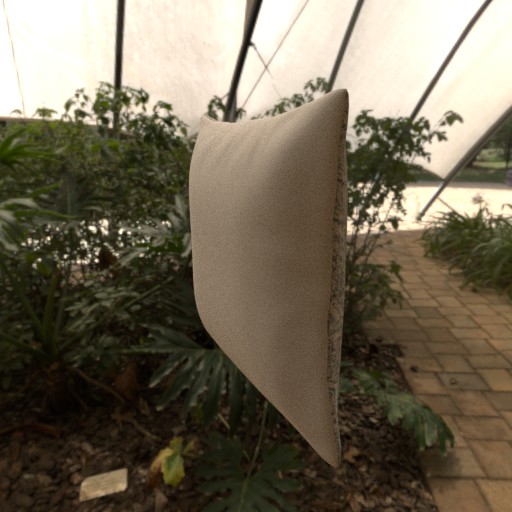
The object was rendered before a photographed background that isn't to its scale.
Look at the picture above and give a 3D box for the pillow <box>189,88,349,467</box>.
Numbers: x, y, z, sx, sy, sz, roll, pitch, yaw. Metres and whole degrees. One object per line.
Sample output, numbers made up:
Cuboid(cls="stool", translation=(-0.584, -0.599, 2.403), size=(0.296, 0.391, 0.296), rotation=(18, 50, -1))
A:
Cuboid(cls="pillow", translation=(0.000, 0.000, 0.790), size=(0.166, 0.510, 0.523), rotation=(-6, 15, -24))
